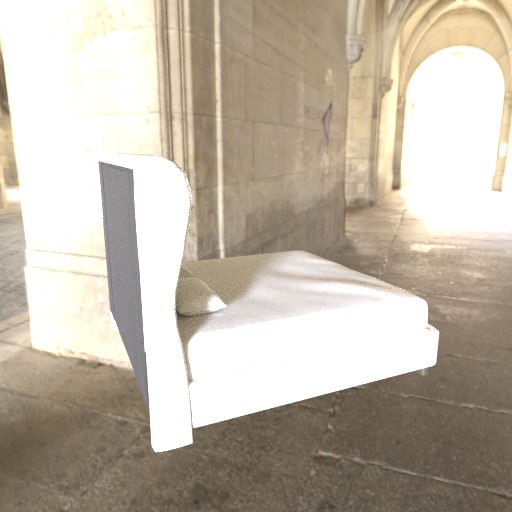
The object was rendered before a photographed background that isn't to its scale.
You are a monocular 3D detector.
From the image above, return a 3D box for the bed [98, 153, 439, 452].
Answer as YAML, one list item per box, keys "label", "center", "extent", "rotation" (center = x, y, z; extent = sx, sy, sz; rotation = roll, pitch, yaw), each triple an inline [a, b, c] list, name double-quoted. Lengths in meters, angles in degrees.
- label: "bed"
  center: [0.000, 0.000, 3.914]
  extent: [2.347, 1.771, 2.219]
  rotation: [-6, 15, -24]
